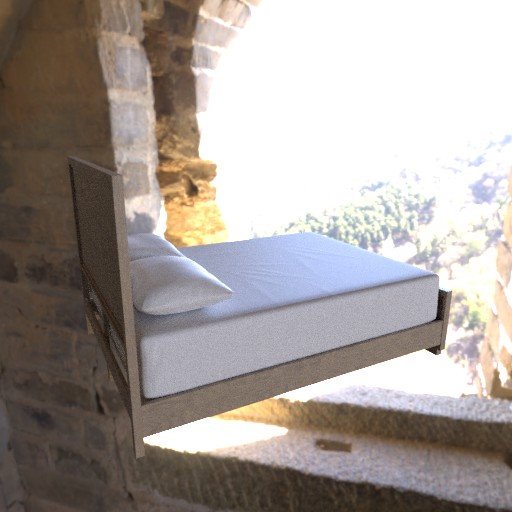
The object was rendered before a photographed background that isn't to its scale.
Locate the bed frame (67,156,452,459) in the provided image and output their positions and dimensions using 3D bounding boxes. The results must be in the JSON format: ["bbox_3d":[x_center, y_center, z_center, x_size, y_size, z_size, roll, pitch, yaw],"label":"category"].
[{"bbox_3d":[0.000,0.000,3.159,2.189,1.369,1.606,-8,18,-27],"label":"bed frame"}]
